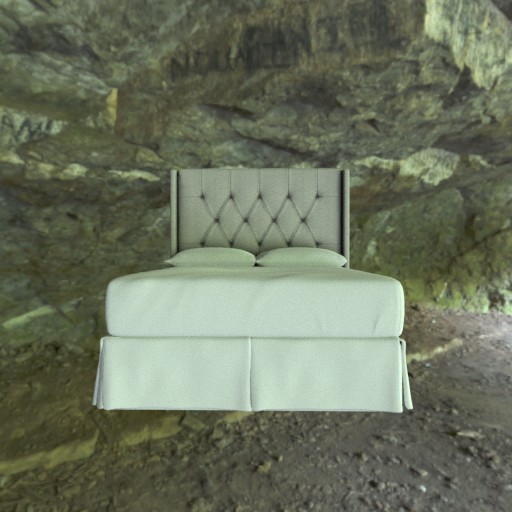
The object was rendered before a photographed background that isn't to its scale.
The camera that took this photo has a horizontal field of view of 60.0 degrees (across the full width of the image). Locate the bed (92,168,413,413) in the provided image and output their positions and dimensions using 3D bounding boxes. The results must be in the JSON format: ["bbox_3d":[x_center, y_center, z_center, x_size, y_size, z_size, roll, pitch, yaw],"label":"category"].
[{"bbox_3d":[0.000,0.000,3.323,1.719,1.665,2.066,0,1,1],"label":"bed"}]
